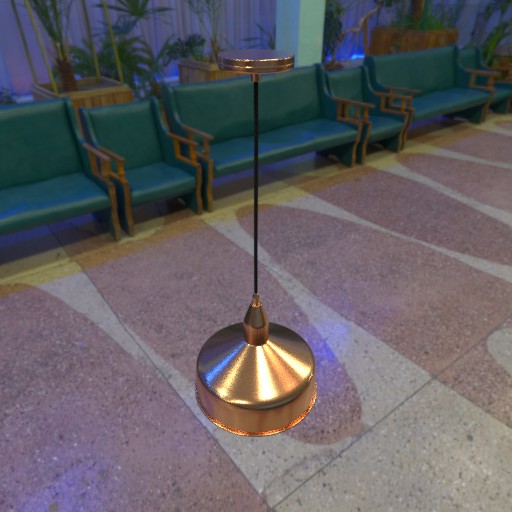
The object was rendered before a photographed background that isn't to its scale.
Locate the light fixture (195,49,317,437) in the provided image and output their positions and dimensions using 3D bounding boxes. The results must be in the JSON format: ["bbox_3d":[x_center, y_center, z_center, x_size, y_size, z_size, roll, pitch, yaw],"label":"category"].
[{"bbox_3d":[0.000,0.000,0.902,0.301,0.754,0.301,-21,37,-29],"label":"light fixture"}]
